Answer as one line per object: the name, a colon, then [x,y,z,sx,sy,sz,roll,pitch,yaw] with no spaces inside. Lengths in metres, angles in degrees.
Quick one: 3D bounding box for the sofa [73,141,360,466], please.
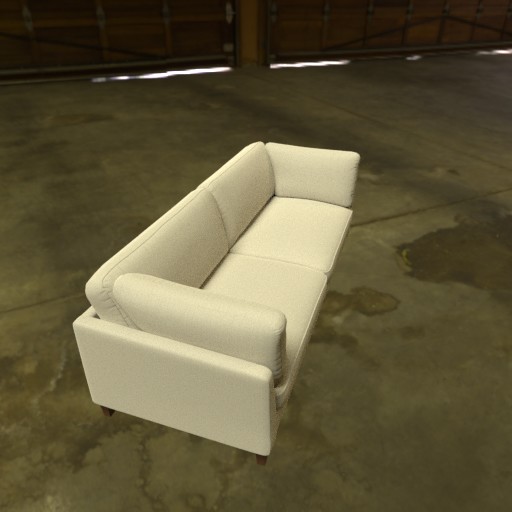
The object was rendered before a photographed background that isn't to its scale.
sofa: [0.000,0.000,2.817,0.957,0.863,2.301,10,32,16]
